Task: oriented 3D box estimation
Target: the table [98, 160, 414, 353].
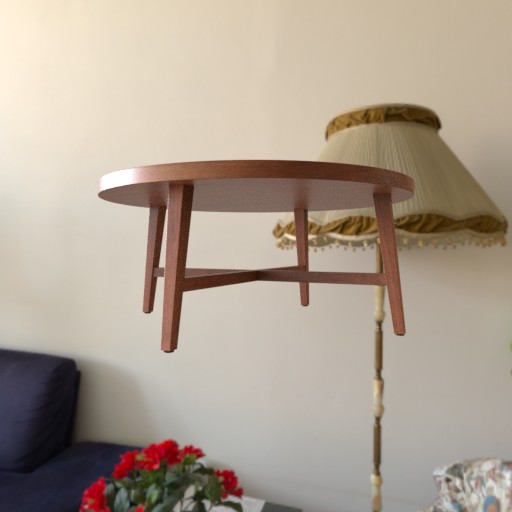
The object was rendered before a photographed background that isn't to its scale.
[{"bbox_3d":[0.000,0.000,1.193,0.800,0.360,0.800,0,1,0],"label":"table"}]
